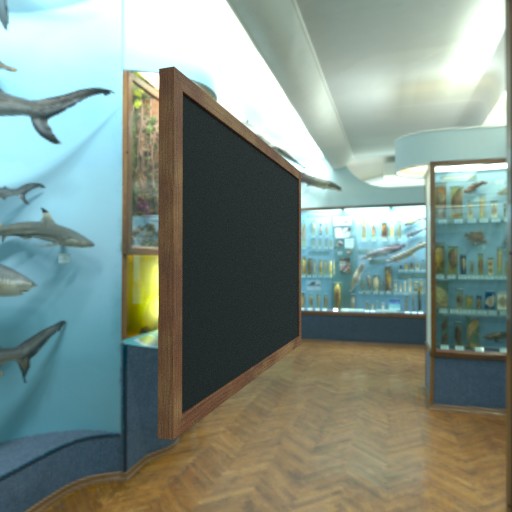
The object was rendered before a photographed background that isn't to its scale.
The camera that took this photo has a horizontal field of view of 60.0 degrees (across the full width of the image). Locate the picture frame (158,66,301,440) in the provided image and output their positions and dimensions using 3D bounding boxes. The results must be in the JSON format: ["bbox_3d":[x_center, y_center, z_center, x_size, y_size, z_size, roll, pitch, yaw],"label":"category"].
[{"bbox_3d":[0.000,0.000,1.211,0.029,0.640,0.950,0,-1,19],"label":"picture frame"}]
